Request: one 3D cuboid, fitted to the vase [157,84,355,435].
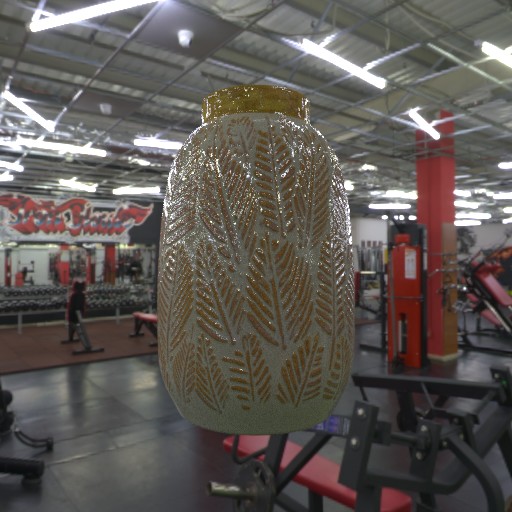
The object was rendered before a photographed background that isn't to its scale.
[{"bbox_3d":[0.000,0.000,0.395,0.172,0.270,0.172,0,-1,0],"label":"vase"}]
